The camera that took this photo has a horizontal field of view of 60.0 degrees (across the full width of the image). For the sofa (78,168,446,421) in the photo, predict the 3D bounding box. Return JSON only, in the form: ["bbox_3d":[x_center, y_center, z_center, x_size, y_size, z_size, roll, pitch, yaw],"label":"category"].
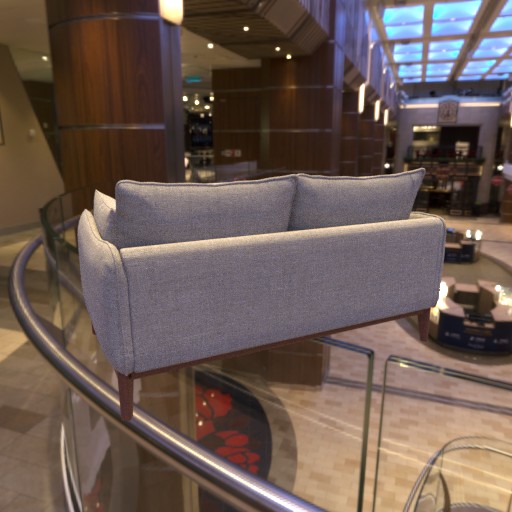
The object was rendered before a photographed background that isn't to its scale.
[{"bbox_3d":[0.000,0.000,2.171,1.580,0.851,0.972,-7,16,-26],"label":"sofa"}]
